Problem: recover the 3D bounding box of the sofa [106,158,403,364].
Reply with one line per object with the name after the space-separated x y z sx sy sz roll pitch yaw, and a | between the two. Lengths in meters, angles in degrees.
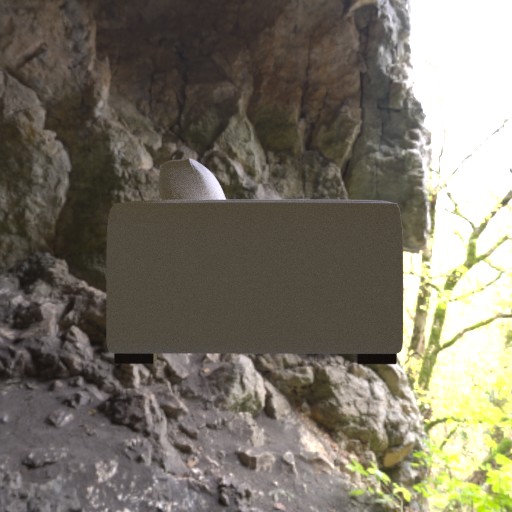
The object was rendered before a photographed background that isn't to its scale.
0.000 0.000 2.499 1.069 0.801 1.920 0 -1 0 | sofa
